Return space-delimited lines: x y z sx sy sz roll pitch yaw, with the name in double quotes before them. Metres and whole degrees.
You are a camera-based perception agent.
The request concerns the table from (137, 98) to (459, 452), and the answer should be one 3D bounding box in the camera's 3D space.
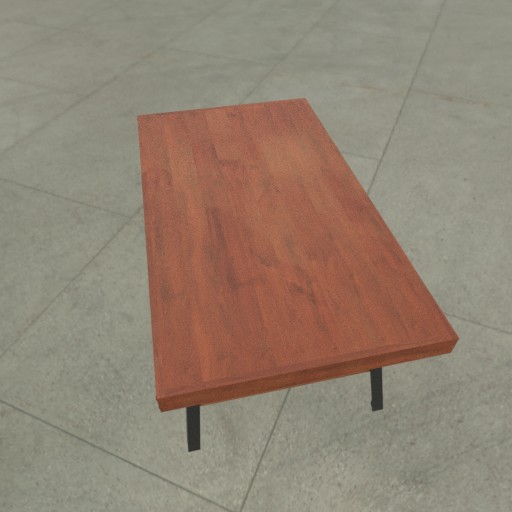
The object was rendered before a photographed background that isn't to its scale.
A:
"table" 0.000 0.000 1.377 0.610 0.457 1.067 -9 46 -9
